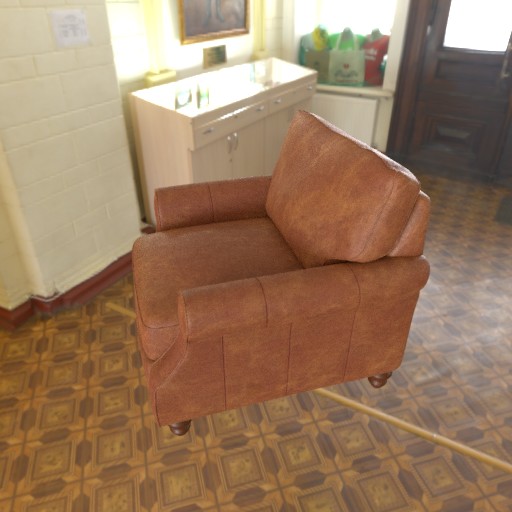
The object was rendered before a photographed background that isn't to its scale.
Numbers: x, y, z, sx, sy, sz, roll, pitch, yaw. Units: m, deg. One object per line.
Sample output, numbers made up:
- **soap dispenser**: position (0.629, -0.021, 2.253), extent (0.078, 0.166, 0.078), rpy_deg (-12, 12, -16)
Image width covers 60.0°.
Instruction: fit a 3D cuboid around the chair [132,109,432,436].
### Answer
- **chair**: position (0.000, 0.000, 1.761), extent (0.986, 0.962, 0.983), rpy_deg (-9, 32, -14)
